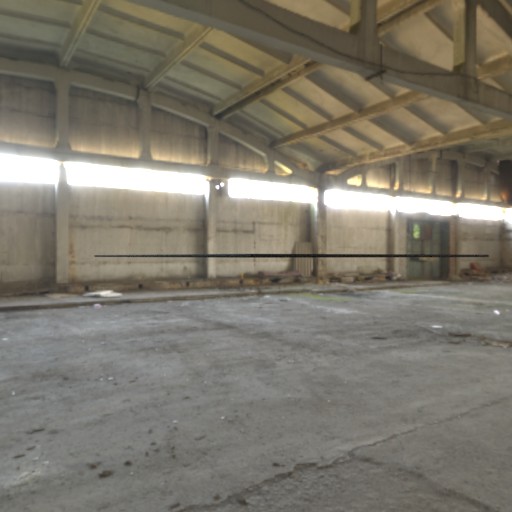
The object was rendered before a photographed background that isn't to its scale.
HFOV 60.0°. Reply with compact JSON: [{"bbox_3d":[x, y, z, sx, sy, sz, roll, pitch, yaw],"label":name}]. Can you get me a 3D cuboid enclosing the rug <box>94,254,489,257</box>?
[{"bbox_3d":[0.000,0.000,2.915,1.526,0.014,2.290,0,0,-33],"label":"rug"}]
